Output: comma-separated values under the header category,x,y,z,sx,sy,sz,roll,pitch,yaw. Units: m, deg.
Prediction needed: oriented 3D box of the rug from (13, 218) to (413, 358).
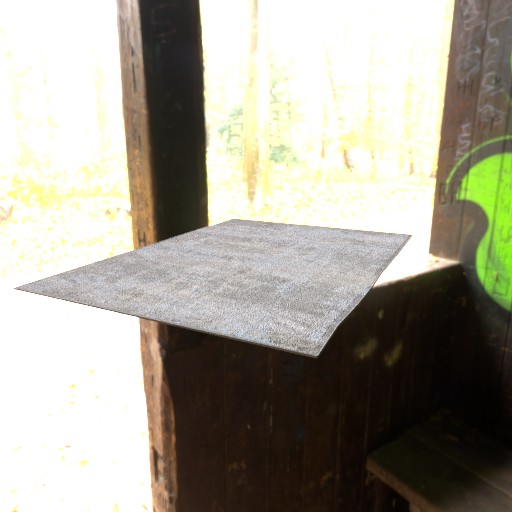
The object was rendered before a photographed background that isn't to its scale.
category,x,y,z,sx,sy,sz,roll,pitch,yaw
rug,0.000,0.000,4.207,2.393,0.013,3.307,7,17,26
